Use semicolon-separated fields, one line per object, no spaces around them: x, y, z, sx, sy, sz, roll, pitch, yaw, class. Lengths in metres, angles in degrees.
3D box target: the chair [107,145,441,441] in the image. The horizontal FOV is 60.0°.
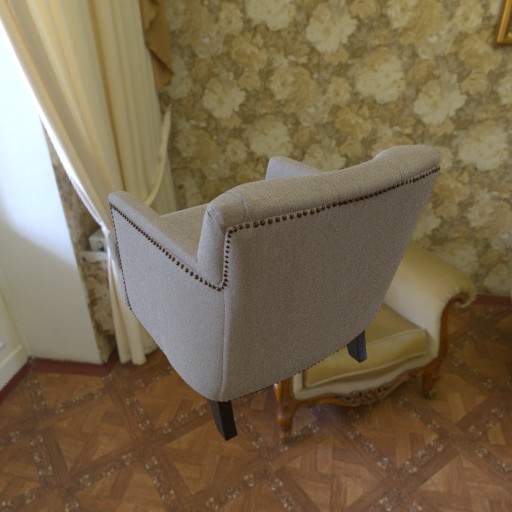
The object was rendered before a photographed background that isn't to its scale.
0.000;0.000;1.487;0.737;0.823;0.902;-19;35;-30;chair
